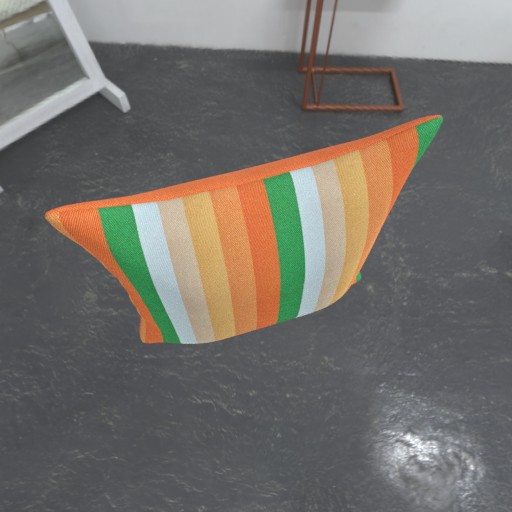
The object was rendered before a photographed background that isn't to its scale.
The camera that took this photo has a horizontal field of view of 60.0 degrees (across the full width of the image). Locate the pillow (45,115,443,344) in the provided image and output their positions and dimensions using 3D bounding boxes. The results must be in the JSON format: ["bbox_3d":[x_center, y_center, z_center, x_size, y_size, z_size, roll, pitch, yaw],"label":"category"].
[{"bbox_3d":[0.000,0.000,0.678,0.453,0.444,0.169,-15,64,-8],"label":"pillow"}]
